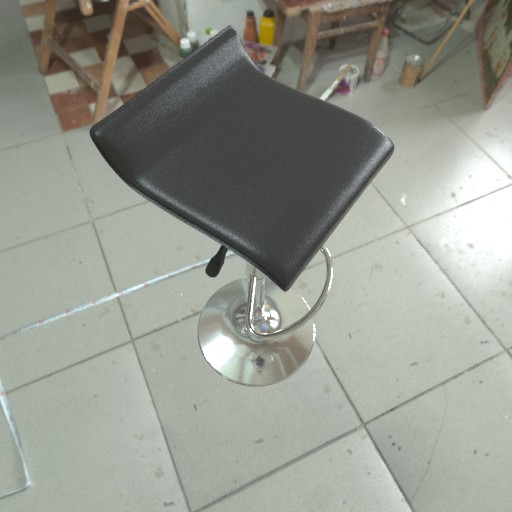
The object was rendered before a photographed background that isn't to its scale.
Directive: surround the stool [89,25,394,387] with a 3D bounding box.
[{"bbox_3d":[0.000,0.000,1.068,0.381,0.851,0.381,31,62,18],"label":"stool"}]
